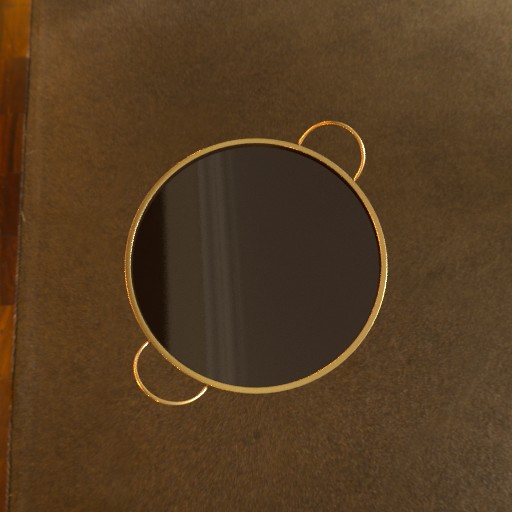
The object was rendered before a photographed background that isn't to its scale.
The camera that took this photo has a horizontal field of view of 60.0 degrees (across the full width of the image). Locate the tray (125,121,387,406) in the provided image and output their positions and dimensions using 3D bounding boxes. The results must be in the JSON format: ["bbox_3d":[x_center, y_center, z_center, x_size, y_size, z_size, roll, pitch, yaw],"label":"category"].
[{"bbox_3d":[0.000,0.000,0.736,0.438,0.069,0.543,35,79,8],"label":"tray"}]
